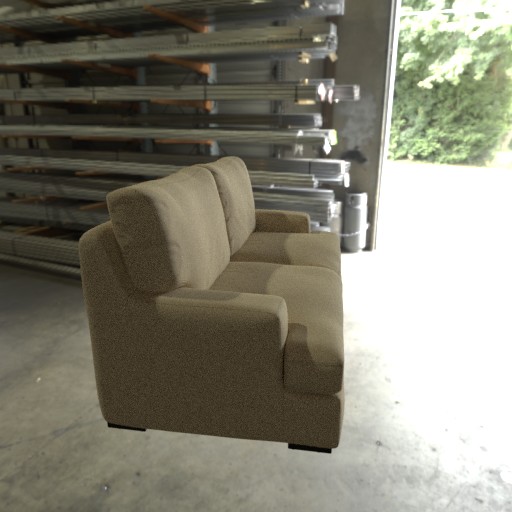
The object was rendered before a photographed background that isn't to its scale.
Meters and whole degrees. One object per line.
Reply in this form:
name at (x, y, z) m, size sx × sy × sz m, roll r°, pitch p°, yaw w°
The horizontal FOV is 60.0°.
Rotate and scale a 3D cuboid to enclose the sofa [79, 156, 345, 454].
sofa at (0.000, 0.000, 2.426) m, size 0.962 × 0.967 × 1.885 m, roll 3°, pitch 17°, yaw 9°
